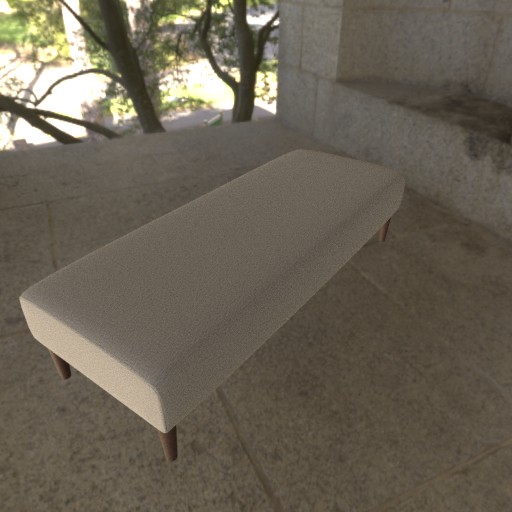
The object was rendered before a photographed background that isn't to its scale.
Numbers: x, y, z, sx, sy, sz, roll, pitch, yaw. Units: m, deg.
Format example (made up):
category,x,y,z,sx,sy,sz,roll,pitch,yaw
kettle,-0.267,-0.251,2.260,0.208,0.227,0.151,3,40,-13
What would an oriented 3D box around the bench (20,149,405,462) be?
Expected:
category,x,y,z,sx,sy,sz,roll,pitch,yaw
bench,0.000,0.000,1.804,0.646,0.393,1.609,22,38,30
